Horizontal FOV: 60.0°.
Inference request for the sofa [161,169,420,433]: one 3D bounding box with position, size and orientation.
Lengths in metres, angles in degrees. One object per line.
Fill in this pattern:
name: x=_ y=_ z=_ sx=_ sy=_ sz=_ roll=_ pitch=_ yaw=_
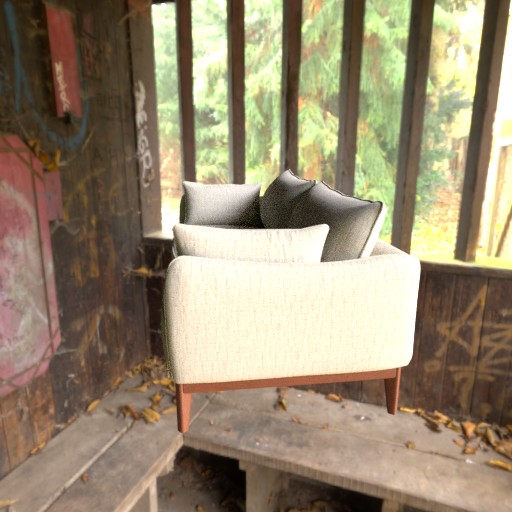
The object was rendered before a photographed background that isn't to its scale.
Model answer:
sofa: x=0.000 y=0.000 z=2.536 sx=0.991 sy=0.860 sz=1.989 roll=-2 pitch=15 yaw=-8
